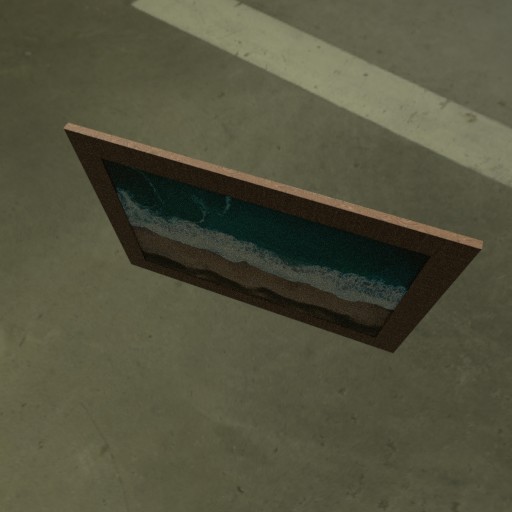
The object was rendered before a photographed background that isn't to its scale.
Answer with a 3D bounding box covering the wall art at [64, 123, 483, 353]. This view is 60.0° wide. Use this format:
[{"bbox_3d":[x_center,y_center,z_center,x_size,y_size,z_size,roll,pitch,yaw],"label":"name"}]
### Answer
[{"bbox_3d":[0.000,0.000,1.192,0.917,0.626,0.019,18,61,10],"label":"wall art"}]
